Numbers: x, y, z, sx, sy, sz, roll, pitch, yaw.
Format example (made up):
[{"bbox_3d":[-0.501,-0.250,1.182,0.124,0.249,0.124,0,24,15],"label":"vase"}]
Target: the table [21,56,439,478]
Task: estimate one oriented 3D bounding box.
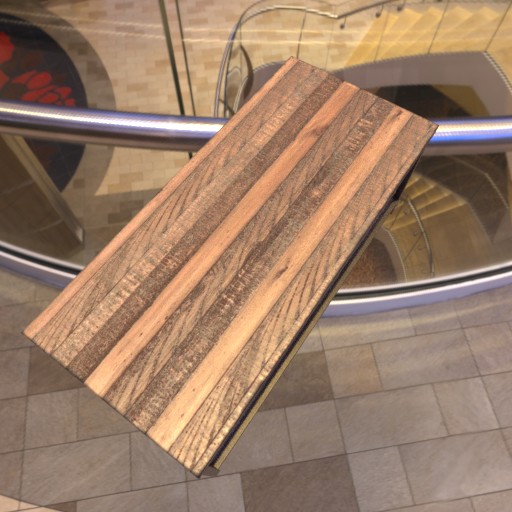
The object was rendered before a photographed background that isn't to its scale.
[{"bbox_3d":[0.000,0.000,1.188,0.452,0.399,0.990,32,67,15],"label":"table"}]
